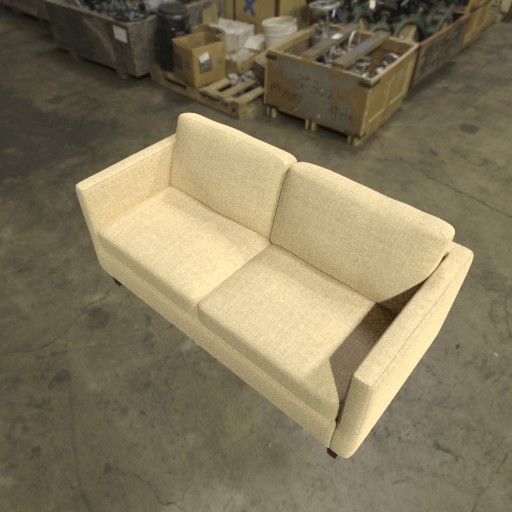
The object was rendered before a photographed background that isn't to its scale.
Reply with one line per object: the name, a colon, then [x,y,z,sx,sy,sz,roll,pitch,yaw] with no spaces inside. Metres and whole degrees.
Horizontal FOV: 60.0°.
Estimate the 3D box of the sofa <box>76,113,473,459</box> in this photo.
sofa: [0.000,0.000,2.404,1.884,0.963,0.950,31,52,28]
